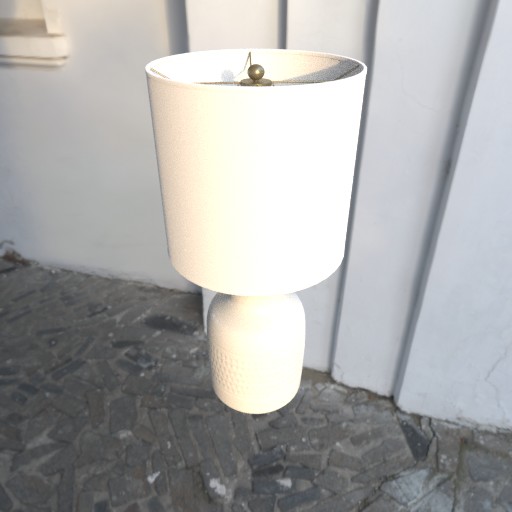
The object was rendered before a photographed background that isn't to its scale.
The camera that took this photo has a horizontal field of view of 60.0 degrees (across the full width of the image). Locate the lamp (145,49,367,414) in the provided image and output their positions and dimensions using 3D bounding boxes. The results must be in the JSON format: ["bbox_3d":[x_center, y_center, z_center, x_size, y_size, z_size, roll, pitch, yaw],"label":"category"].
[{"bbox_3d":[0.000,0.000,0.487,0.188,0.392,0.188,20,38,29],"label":"lamp"}]
